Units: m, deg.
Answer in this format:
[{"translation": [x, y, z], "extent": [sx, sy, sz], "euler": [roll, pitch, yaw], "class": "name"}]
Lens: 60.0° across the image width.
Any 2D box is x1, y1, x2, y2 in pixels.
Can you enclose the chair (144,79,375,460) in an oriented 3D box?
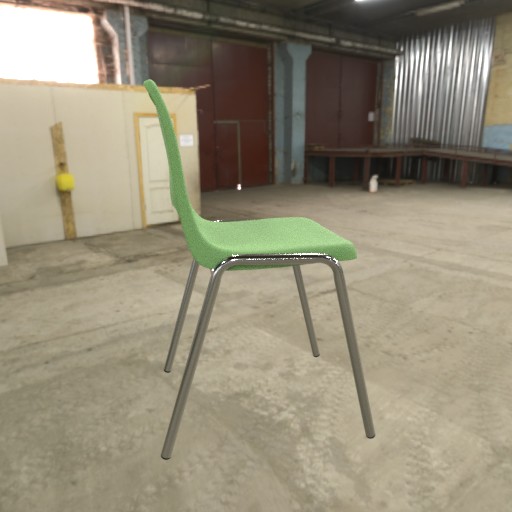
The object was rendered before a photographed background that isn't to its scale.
[{"translation": [0.000, 0.000, 0.967], "extent": [0.436, 0.704, 0.381], "euler": [-3, 15, -10], "class": "chair"}]
